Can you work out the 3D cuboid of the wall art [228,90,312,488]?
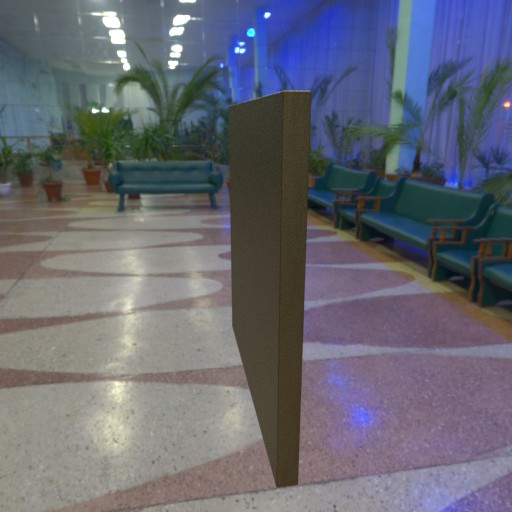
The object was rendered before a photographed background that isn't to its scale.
[{"bbox_3d":[0.000,0.000,0.766,0.031,0.506,0.503,-3,17,-9],"label":"wall art"}]
